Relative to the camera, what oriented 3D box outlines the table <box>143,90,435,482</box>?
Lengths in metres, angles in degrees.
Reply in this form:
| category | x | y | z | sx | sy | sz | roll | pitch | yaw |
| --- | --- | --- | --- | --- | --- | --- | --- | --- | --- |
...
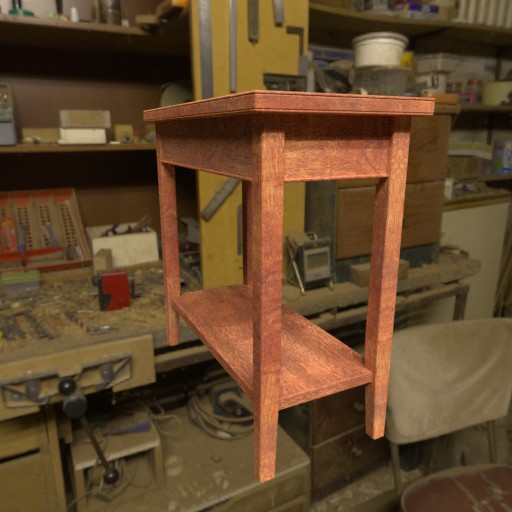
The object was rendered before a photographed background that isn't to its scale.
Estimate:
| category | x | y | z | sx | sy | sz | roll | pitch | yaw |
| --- | --- | --- | --- | --- | --- | --- | --- | --- | --- |
| table | 0.000 | 0.000 | 0.950 | 0.305 | 0.610 | 0.610 | -8 | 17 | -25 |
